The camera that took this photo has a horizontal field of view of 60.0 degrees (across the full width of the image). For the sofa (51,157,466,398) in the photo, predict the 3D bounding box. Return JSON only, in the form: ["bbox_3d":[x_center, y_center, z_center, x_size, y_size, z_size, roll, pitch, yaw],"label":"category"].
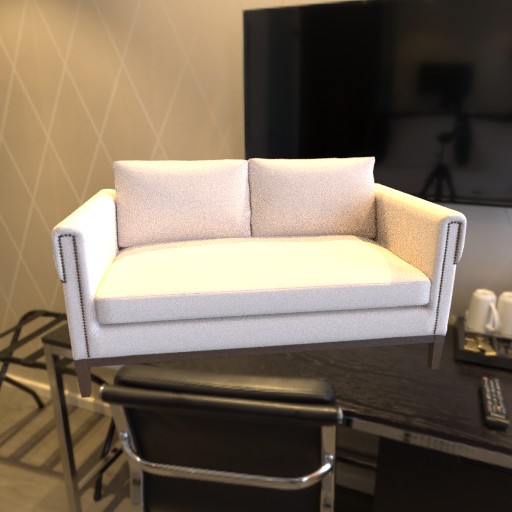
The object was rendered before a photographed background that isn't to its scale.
[{"bbox_3d":[0.000,0.000,2.121,1.598,0.873,0.905,-2,17,-8],"label":"sofa"}]
